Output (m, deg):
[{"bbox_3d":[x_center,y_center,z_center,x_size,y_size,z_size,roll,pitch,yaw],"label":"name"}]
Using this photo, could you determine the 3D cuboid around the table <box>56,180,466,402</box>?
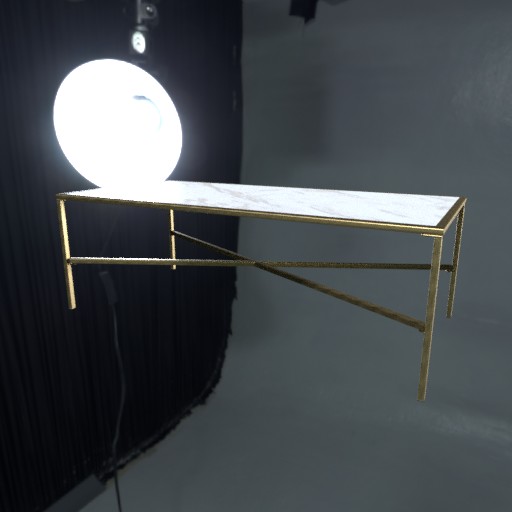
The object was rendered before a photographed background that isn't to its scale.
[{"bbox_3d":[0.000,0.000,1.483,1.197,0.405,0.577,8,17,28],"label":"table"}]
